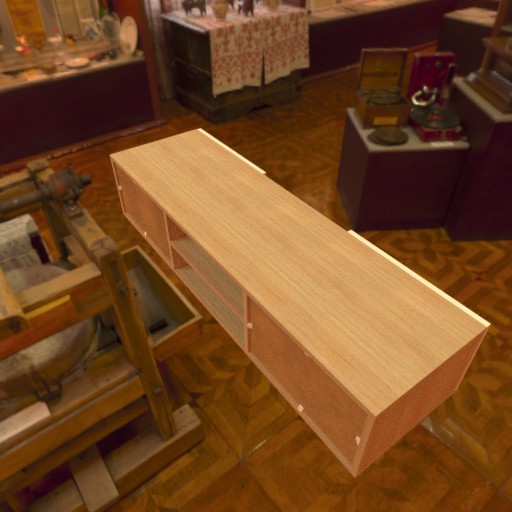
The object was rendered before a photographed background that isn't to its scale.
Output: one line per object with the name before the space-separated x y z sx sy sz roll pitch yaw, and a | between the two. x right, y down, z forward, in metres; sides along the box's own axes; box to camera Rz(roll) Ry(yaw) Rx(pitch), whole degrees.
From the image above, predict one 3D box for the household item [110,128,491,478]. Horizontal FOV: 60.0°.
household item | 0.000 0.000 1.533 0.420 0.310 1.400 -26 47 -27
